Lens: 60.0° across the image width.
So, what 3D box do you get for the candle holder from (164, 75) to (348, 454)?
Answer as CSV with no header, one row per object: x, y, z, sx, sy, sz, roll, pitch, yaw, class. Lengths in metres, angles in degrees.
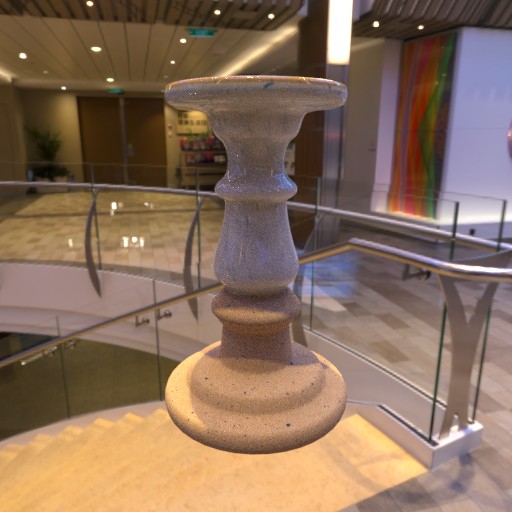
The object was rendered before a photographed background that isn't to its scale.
0.000,0.000,0.281,0.123,0.202,0.123,0,15,0,candle holder
